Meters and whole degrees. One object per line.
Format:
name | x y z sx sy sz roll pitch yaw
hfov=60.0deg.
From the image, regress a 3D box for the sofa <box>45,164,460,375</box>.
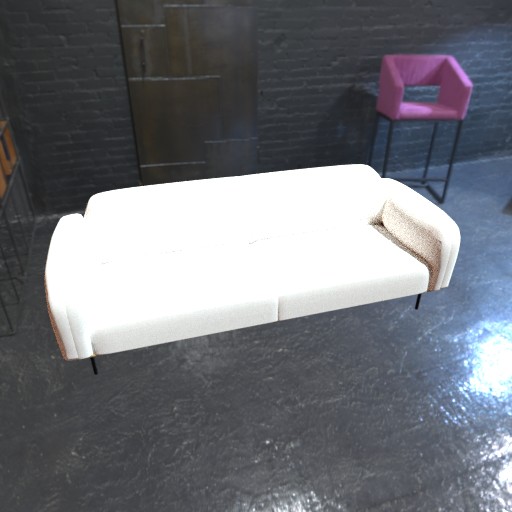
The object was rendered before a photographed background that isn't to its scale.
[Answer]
sofa | 0.000 0.000 2.680 2.280 0.780 0.870 -9 32 -14
